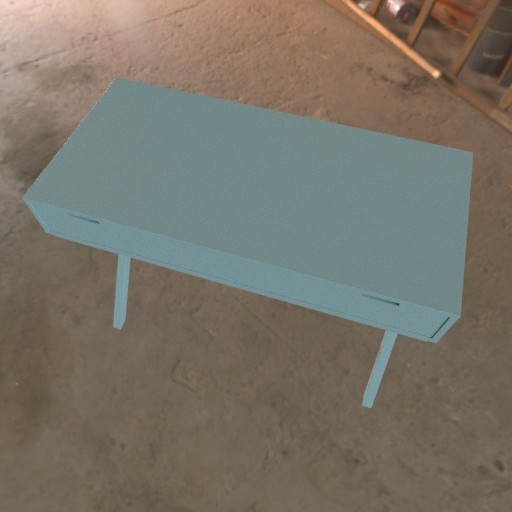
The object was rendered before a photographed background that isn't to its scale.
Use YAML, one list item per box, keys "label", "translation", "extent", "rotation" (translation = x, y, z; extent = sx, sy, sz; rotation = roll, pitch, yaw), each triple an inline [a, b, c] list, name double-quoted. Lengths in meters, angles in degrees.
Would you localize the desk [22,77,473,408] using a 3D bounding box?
- label: "desk"
  translation: [0.000, 0.000, 1.470]
  extent: [1.059, 0.780, 0.509]
  rotation: [15, 59, 10]
